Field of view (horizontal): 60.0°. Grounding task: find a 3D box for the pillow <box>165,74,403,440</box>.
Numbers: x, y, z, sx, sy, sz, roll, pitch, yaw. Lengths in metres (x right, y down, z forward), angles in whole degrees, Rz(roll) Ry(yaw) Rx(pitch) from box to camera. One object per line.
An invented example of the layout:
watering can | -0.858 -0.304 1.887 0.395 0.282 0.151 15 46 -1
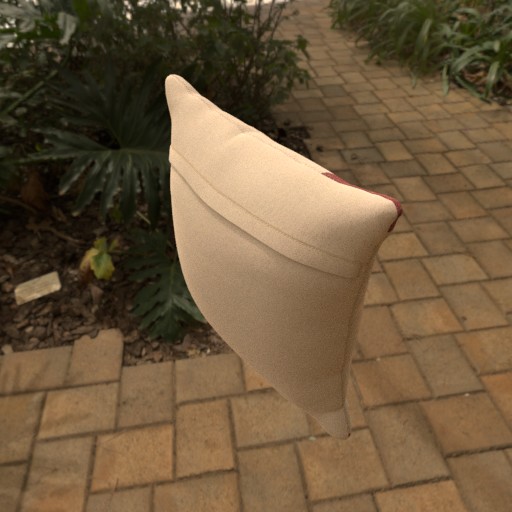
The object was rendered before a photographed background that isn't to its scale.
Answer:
pillow | 0.000 0.000 0.790 0.229 0.506 0.536 -26 47 -28
